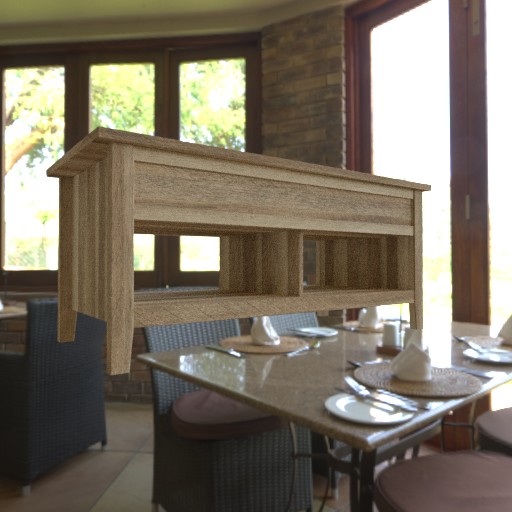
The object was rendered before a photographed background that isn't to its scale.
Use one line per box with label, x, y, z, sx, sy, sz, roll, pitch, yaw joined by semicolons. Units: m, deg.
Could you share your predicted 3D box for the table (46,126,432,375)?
table;0.000;0.000;1.358;1.095;0.480;0.493;1;-1;-36
